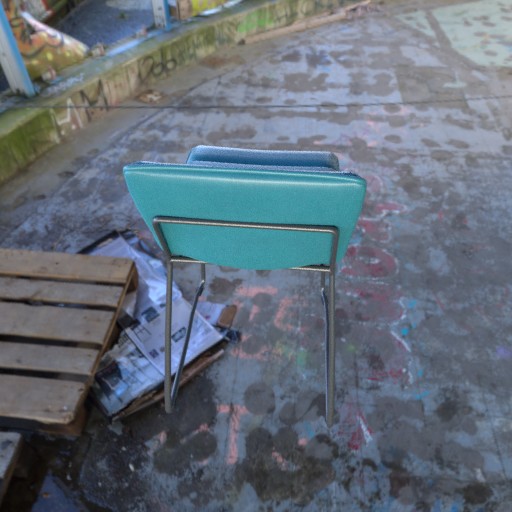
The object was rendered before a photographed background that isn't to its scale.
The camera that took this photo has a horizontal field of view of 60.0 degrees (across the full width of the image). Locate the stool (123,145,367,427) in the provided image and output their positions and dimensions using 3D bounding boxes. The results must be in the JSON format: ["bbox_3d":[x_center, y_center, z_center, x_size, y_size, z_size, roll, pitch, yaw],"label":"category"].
[{"bbox_3d":[0.000,0.000,1.154,0.489,0.866,0.524,4,46,4],"label":"stool"}]
